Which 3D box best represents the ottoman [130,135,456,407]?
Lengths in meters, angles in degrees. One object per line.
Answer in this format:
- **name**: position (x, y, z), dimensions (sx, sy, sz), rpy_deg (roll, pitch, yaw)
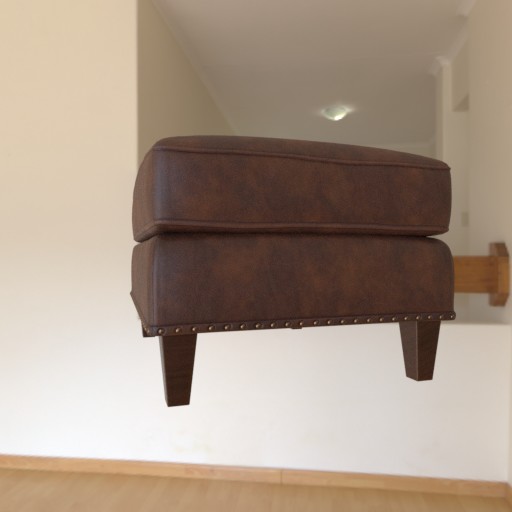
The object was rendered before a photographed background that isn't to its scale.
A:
- **ottoman**: position (0.000, 0.000, 1.109), dimensions (0.586, 0.486, 0.742), rpy_deg (0, 0, -18)
